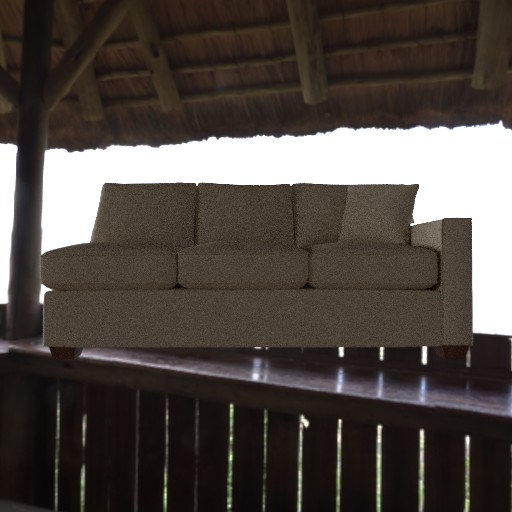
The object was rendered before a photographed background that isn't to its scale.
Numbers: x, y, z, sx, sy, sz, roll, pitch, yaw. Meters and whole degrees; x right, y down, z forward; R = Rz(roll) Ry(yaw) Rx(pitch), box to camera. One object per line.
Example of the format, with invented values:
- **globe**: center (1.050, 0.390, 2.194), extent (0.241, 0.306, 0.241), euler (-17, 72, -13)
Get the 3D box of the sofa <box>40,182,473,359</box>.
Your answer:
- **sofa**: center (0.000, 0.000, 2.467), extent (1.963, 0.946, 1.034), euler (0, -1, 0)
